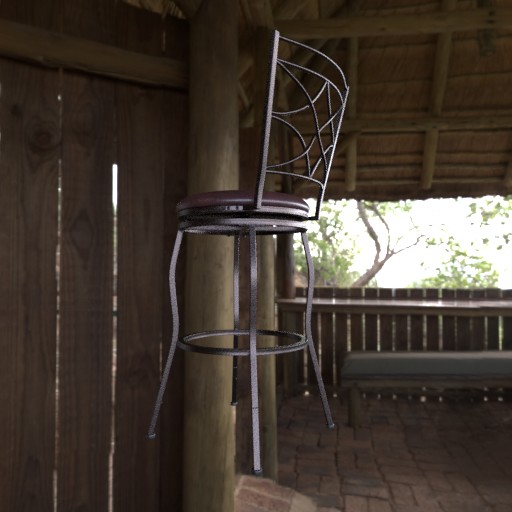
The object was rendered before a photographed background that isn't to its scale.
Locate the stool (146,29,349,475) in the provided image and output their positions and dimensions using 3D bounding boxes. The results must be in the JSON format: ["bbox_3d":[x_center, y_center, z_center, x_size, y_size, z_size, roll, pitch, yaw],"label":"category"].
[{"bbox_3d":[0.000,0.000,1.393,0.534,1.117,0.434,-1,-2,36],"label":"stool"}]
